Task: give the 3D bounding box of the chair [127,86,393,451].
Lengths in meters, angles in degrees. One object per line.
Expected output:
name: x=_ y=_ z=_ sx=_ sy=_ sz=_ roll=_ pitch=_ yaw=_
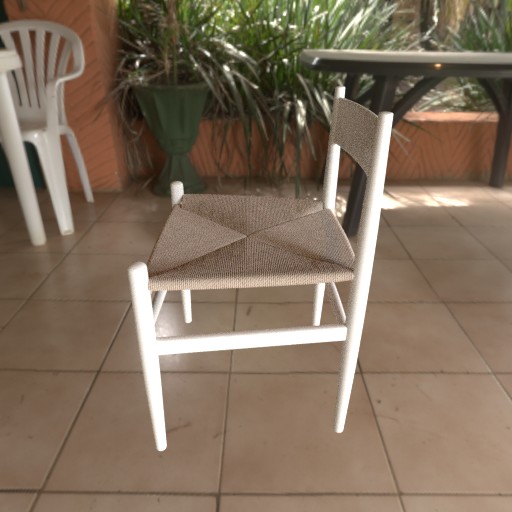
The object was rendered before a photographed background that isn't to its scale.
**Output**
chair: x=0.000 y=0.000 z=1.120 sx=0.495 sy=0.762 sz=0.556 roll=0 pitch=27 yaw=-1
